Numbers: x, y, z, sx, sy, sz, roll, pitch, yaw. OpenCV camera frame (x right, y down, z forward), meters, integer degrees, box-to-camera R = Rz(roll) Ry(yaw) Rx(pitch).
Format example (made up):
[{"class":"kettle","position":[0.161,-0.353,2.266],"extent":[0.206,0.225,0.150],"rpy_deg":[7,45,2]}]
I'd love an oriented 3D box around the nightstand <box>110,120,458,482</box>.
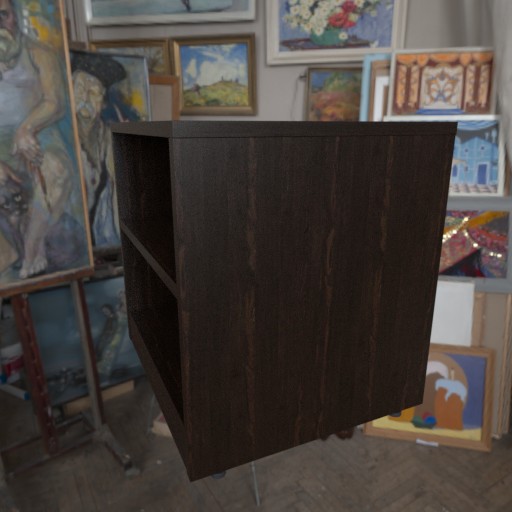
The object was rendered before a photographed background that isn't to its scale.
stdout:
[{"class":"nightstand","position":[0.000,0.000,0.843],"extent":[0.427,0.487,0.489],"rpy_deg":[-8,18,-24]}]
